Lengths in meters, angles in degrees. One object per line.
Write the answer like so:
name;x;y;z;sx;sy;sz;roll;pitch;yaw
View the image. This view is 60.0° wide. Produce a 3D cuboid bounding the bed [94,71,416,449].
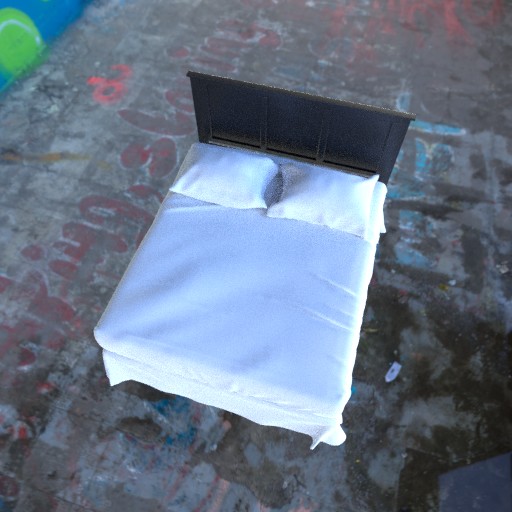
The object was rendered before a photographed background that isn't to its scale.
bed;0.000;0.000;3.147;1.870;1.270;2.050;14;59;9
